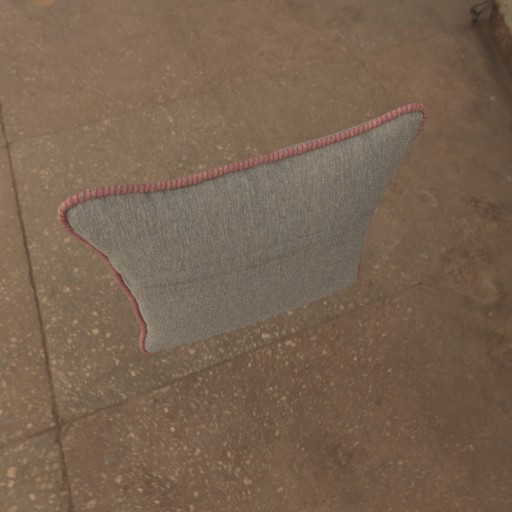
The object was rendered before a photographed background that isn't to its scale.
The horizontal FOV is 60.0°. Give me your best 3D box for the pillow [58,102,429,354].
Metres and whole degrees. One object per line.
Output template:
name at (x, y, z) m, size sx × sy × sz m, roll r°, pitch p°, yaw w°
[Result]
pillow at (0.000, 0.000, 0.732) m, size 0.482 × 0.491 × 0.124 m, roll -17°, pitch 60°, yaw -11°
